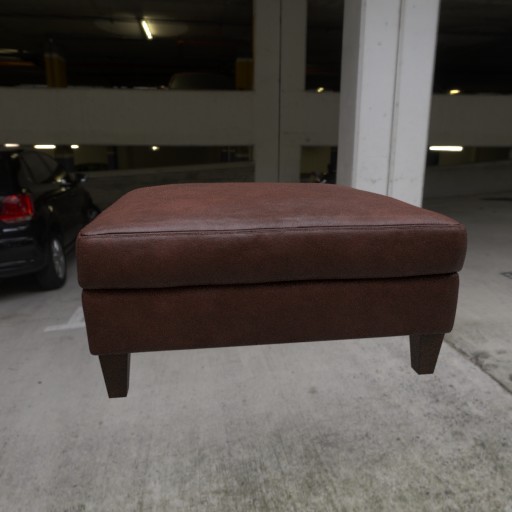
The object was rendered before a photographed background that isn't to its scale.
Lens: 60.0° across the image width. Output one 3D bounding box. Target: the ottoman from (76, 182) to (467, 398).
[{"bbox_3d":[0.000,0.000,1.314,0.836,0.415,0.844,-2,14,-8],"label":"ottoman"}]
